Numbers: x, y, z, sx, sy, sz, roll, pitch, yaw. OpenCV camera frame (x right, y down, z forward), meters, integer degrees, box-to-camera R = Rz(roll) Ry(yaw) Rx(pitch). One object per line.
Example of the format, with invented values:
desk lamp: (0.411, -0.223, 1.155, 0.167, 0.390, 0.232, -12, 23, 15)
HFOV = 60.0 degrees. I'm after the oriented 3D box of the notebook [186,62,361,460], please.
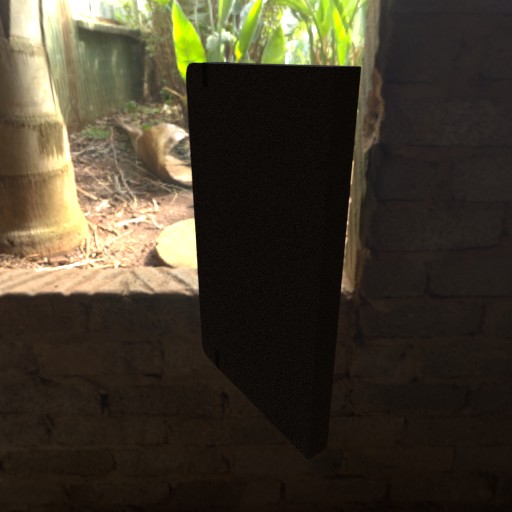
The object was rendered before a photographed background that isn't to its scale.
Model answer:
notebook: (0.000, 0.000, 0.267, 0.016, 0.213, 0.127, -16, 29, -32)
